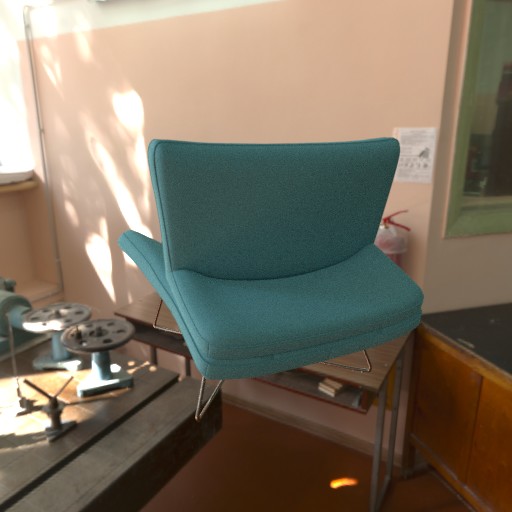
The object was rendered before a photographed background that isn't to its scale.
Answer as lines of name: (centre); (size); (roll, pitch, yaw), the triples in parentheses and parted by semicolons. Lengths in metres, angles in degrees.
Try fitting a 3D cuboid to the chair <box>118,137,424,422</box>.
chair: (0.000, 0.000, 1.650); (0.859, 0.855, 1.008); (-8, 17, -25)
